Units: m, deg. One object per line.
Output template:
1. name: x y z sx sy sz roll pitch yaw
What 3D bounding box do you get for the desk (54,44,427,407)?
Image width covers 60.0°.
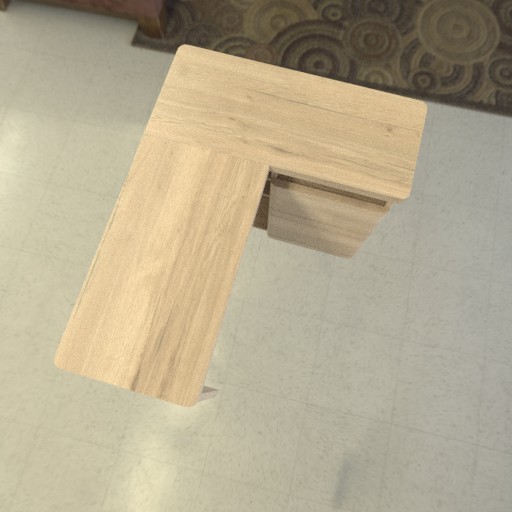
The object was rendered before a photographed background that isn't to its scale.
1. desk: 0.000 0.000 1.766 0.900 0.760 1.169 15 75 4
